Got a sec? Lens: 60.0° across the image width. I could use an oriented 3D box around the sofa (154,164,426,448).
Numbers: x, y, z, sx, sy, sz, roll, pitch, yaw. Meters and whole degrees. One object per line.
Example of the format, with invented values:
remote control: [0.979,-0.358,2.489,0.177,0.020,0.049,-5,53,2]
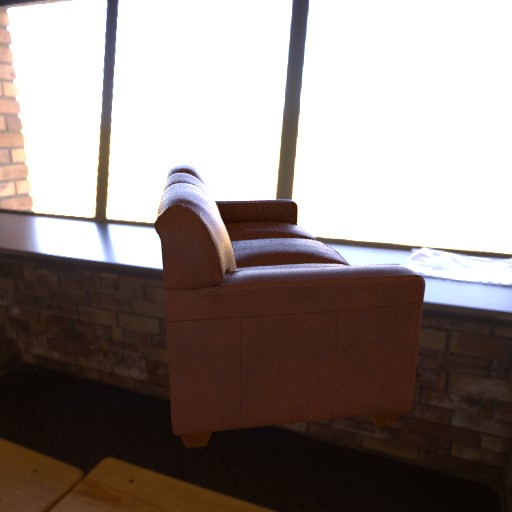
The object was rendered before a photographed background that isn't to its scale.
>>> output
sofa: [0.000,0.000,2.539,1.008,0.953,2.039,-3,16,-9]
